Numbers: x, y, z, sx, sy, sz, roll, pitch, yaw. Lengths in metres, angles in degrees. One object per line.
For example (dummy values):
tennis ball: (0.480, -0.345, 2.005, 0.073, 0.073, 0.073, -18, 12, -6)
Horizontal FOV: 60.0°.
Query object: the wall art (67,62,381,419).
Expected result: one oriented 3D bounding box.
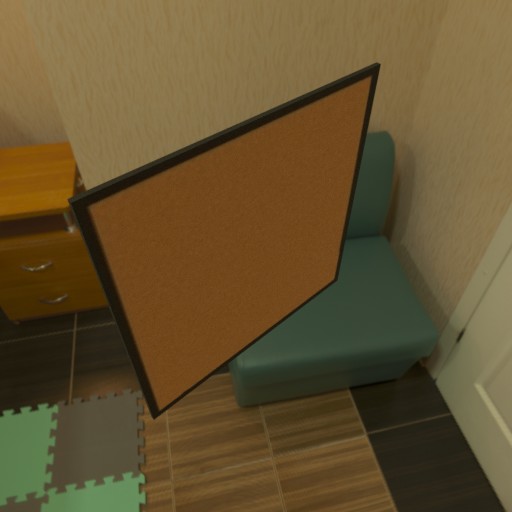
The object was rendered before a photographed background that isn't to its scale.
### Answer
wall art: (0.000, 0.000, 1.215, 0.823, 0.823, 0.013, -33, 54, -28)
